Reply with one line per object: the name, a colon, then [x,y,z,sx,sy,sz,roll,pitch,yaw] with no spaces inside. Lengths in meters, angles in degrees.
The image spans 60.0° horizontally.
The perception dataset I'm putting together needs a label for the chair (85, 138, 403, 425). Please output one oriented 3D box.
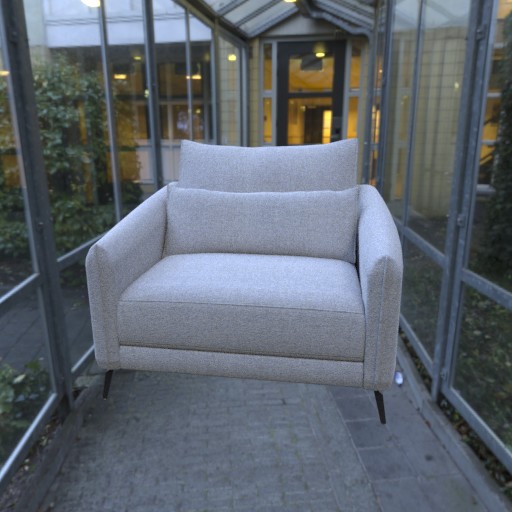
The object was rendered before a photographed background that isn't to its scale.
chair: [0.000,0.000,1.675,1.029,0.856,0.801,2,16,8]
